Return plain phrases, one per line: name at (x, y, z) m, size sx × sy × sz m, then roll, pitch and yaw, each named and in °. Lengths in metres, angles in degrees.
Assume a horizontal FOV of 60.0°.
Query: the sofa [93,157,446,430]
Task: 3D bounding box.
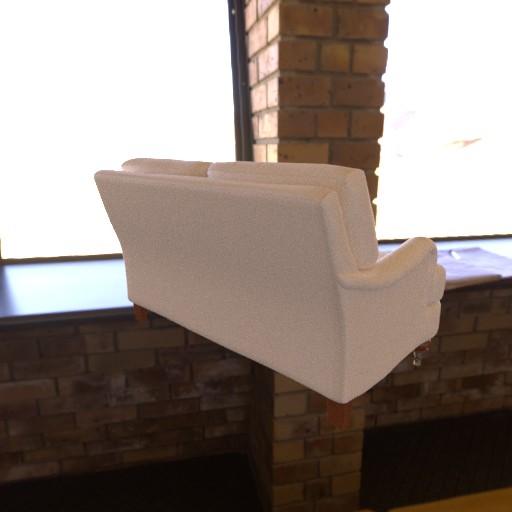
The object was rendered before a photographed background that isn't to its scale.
sofa at (0.000, 0.000, 2.571) m, size 1.084 × 1.101 × 1.853 m, roll -13°, pitch 19°, yaw -43°
